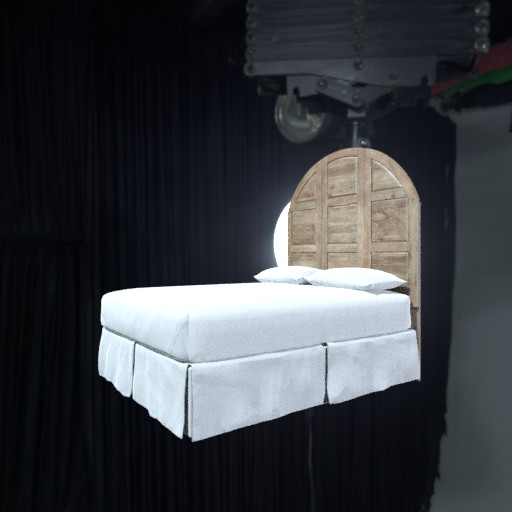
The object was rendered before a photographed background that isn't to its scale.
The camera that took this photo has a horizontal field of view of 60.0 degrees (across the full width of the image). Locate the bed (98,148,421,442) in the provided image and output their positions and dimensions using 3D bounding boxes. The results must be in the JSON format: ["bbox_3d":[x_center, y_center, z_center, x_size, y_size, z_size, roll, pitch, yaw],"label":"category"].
[{"bbox_3d":[0.000,0.000,3.593,2.112,2.002,1.713,0,0,-35],"label":"bed"}]
